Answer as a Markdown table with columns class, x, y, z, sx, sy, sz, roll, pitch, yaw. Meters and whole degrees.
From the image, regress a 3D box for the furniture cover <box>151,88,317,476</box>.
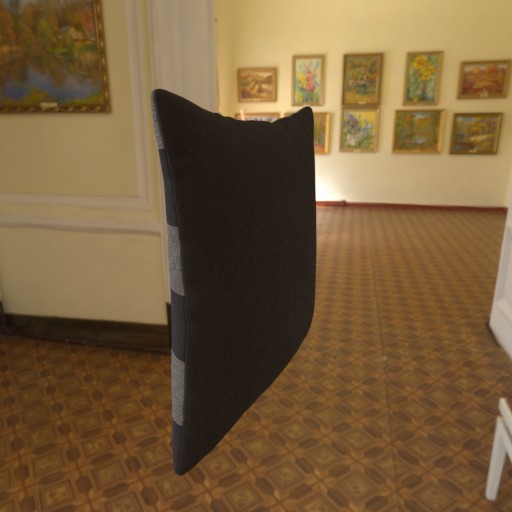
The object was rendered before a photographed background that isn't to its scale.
| class | x | y | z | sx | sy | sz | roll | pitch | yaw |
| --- | --- | --- | --- | --- | --- | --- | --- | --- | --- |
| furniture cover | 0.000 | 0.000 | 0.765 | 0.161 | 0.509 | 0.511 | 8 | 18 | 24 |
